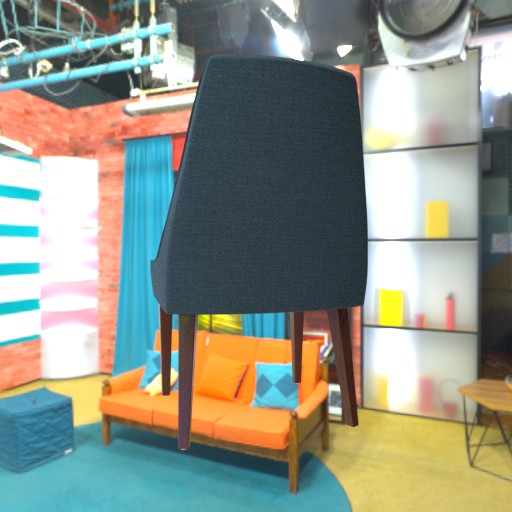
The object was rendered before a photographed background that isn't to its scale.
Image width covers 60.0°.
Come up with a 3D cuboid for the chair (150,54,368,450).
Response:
[{"bbox_3d":[0.000,0.000,1.204,0.529,0.861,0.544,0,1,-17],"label":"chair"}]
